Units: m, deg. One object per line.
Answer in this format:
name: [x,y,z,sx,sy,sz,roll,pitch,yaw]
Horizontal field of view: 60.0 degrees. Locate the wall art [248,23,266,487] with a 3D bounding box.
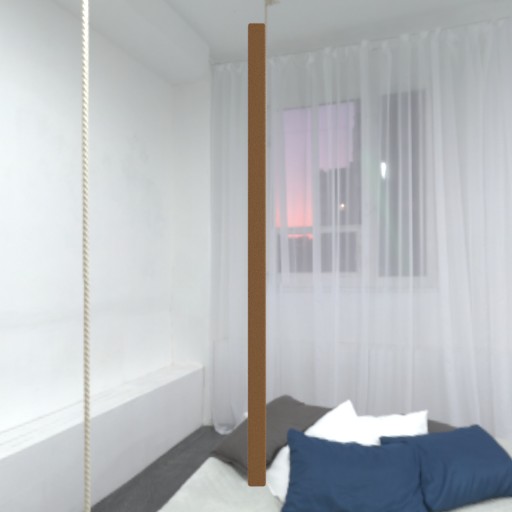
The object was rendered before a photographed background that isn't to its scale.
wall art: [0.000,0.000,0.754,0.022,0.553,0.452,0,-1,0]
